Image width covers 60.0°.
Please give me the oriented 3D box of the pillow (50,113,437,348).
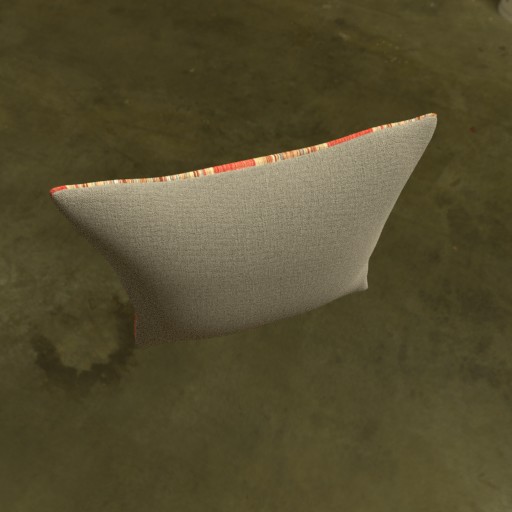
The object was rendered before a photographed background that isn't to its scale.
[{"bbox_3d":[0.000,0.000,0.644,0.437,0.419,0.136,-13,58,-8],"label":"pillow"}]
